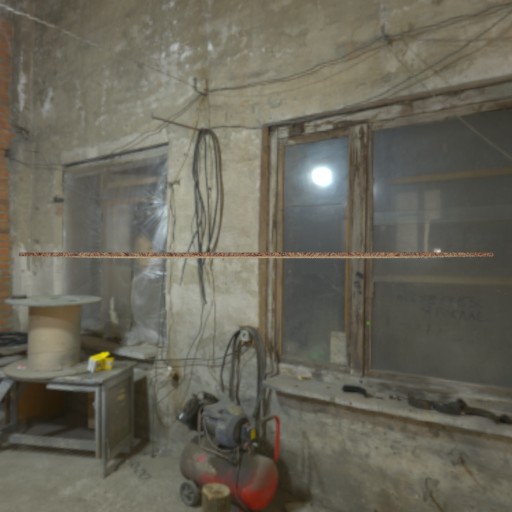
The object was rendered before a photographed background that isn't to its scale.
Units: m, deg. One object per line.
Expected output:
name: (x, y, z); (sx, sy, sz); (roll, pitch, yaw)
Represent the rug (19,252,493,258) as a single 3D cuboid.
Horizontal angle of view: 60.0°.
rug: (0.000, 0.000, 2.892); (2.285, 0.019, 1.523); (0, -1, 0)
